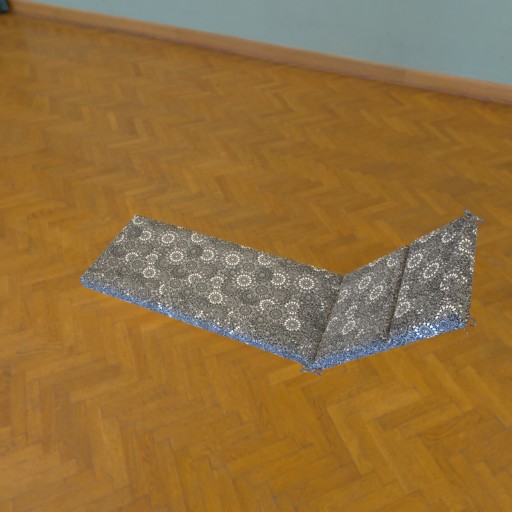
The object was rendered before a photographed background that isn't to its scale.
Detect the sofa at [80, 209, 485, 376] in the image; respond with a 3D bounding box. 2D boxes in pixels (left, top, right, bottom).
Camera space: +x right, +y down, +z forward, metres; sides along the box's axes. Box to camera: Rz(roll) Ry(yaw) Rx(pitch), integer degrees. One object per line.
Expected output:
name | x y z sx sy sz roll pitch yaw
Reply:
sofa | 0.000 0.000 1.925 1.663 0.622 0.582 17 49 15
